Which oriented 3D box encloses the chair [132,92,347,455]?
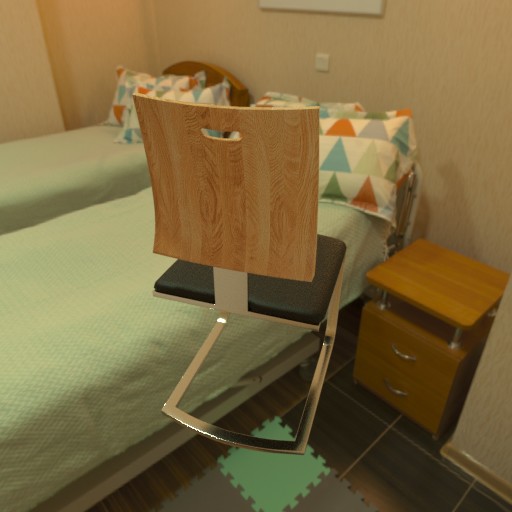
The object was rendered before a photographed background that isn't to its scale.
[{"bbox_3d":[0.000,0.000,1.251,0.462,0.936,0.560,10,33,16],"label":"chair"}]
